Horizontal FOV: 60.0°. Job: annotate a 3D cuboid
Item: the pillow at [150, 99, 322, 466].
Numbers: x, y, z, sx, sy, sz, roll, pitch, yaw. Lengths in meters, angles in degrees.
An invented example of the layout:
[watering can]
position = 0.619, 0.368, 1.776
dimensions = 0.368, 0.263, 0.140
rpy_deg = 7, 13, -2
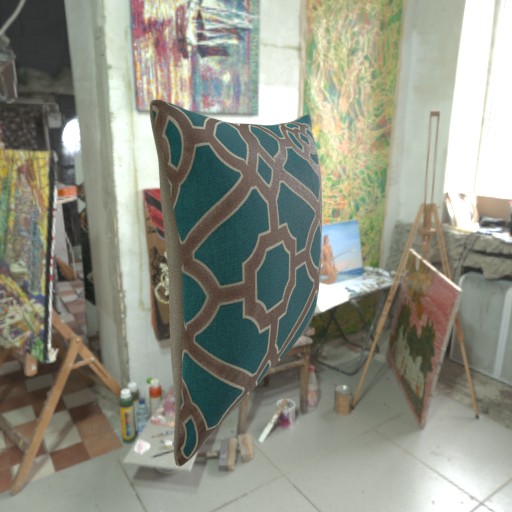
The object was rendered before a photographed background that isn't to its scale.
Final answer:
[pillow]
position = 0.000, 0.000, 0.803
dimensions = 0.166, 0.507, 0.526
rpy_deg = 8, 17, 26
